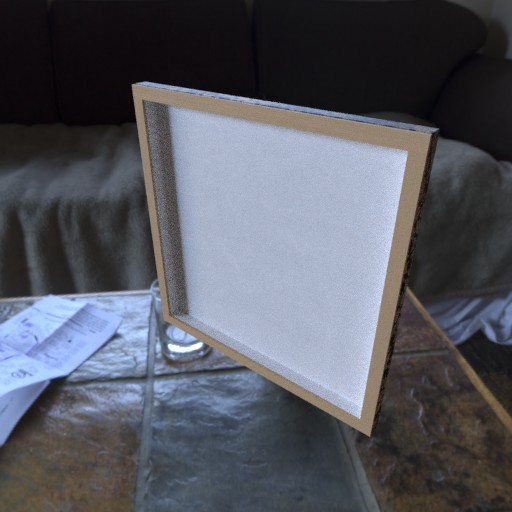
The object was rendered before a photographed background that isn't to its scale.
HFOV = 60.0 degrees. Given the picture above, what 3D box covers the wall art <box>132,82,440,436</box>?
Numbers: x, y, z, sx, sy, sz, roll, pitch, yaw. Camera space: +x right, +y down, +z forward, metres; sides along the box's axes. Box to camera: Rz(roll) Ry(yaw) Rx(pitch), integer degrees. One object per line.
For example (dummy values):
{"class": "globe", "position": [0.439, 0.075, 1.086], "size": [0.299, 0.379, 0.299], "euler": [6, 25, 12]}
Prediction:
{"class": "wall art", "position": [0.000, 0.000, 0.912], "size": [0.612, 0.612, 0.038], "euler": [21, 37, 32]}
